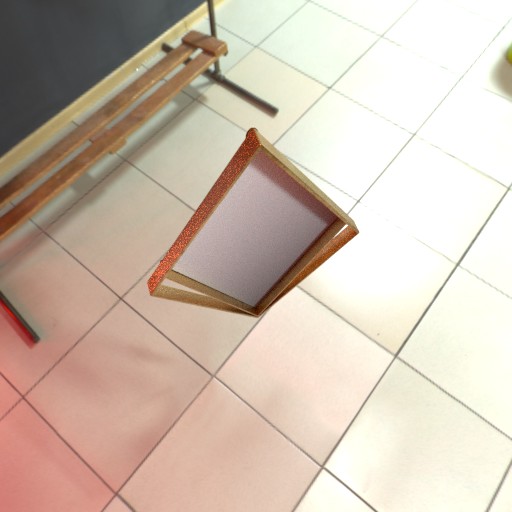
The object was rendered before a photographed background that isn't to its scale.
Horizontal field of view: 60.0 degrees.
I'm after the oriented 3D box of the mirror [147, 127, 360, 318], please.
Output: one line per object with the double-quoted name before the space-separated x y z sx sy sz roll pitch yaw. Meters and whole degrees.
"mirror" 0.000 0.000 0.847 0.419 0.679 0.032 -17 65 -8
